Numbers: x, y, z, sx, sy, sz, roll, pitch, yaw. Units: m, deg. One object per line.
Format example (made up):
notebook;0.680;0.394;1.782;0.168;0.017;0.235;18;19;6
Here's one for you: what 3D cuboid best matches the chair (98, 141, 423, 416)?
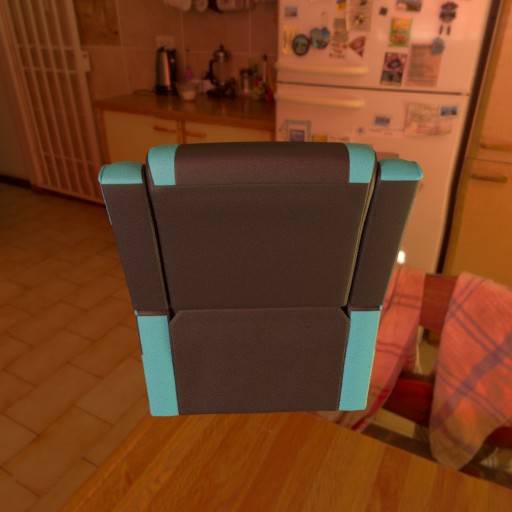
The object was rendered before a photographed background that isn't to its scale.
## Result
chair;0.000;0.000;1.284;0.620;0.805;0.672;-1;29;-2
